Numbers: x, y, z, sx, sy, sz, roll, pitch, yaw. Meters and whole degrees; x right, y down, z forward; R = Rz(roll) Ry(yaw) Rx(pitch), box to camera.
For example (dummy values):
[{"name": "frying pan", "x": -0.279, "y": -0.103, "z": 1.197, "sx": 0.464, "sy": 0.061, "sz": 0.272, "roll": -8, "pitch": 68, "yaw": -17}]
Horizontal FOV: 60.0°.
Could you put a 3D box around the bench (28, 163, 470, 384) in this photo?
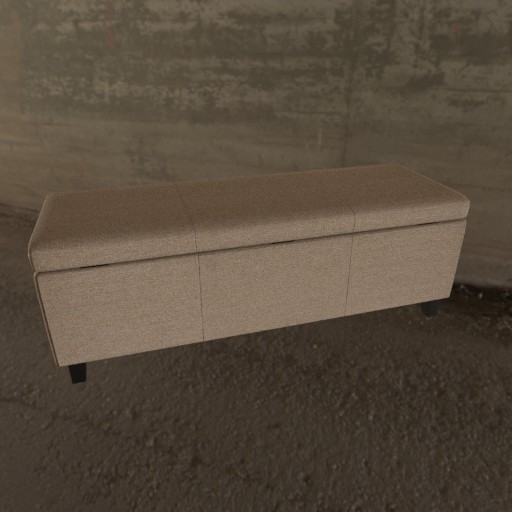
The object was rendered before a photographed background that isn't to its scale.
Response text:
[{"name": "bench", "x": 0.000, "y": 0.000, "z": 1.463, "sx": 1.269, "sy": 0.438, "sz": 0.446, "roll": -8, "pitch": 28, "yaw": -15}]
